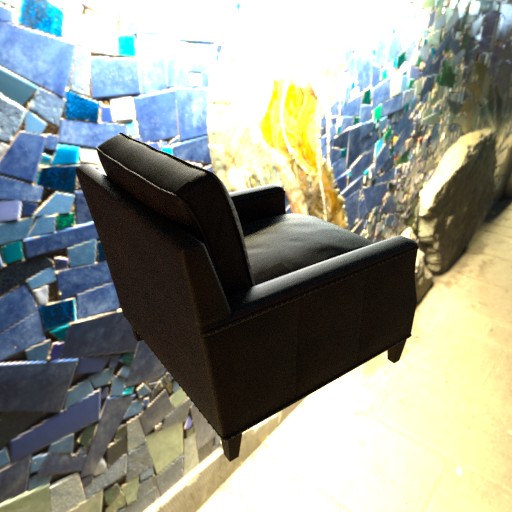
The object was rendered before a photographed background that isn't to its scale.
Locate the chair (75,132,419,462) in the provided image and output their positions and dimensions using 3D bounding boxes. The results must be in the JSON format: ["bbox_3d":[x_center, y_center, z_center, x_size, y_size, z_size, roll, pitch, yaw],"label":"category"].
[{"bbox_3d":[0.000,0.000,1.710,1.014,0.929,0.853,-18,32,-31],"label":"chair"}]
